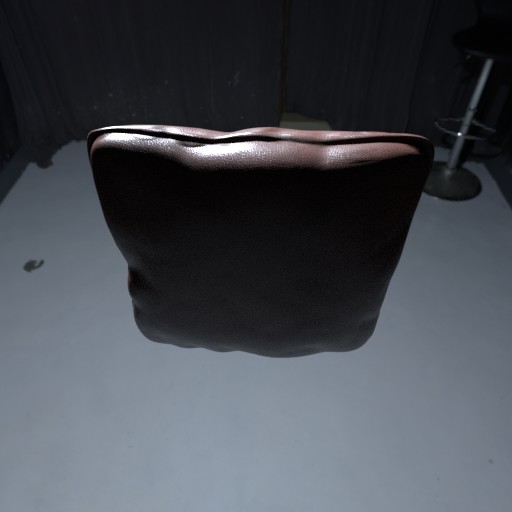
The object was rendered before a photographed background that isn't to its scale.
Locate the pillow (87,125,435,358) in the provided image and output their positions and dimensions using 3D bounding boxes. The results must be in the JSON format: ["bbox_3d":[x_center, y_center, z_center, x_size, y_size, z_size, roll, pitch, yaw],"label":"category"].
[{"bbox_3d":[0.000,0.000,0.830,0.532,0.523,0.236,2,45,2],"label":"pillow"}]
